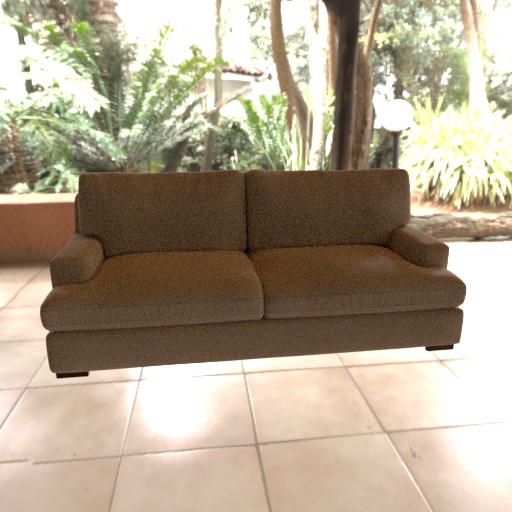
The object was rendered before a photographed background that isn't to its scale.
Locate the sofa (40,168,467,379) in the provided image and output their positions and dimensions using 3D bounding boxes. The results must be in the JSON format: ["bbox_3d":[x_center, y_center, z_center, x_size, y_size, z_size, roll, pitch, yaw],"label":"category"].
[{"bbox_3d":[0.000,0.000,2.547,2.147,0.925,0.929,-2,17,-8],"label":"sofa"}]
